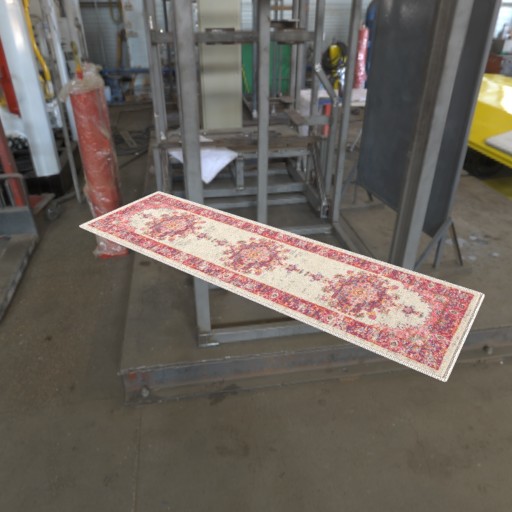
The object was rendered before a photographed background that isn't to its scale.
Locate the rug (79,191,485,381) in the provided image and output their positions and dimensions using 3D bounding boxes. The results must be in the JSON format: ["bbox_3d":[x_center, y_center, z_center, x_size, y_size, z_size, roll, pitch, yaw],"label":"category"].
[{"bbox_3d":[0.000,0.000,2.007,1.824,0.009,0.562,20,36,30],"label":"rug"}]
